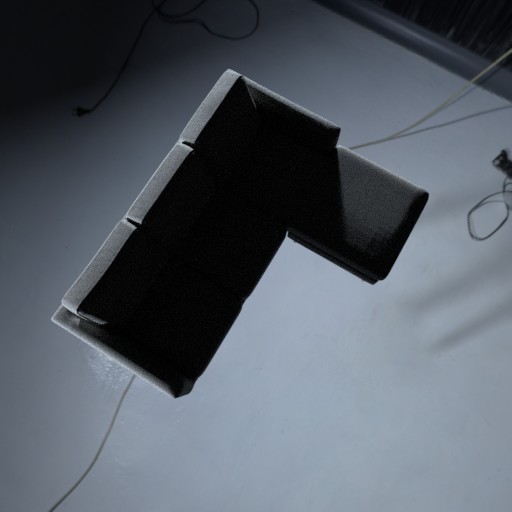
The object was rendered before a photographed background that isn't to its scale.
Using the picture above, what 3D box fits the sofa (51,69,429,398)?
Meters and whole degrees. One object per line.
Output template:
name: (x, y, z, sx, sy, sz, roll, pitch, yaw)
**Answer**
sofa: (0.000, 0.000, 2.994, 1.667, 0.957, 2.055, 30, 78, 7)
